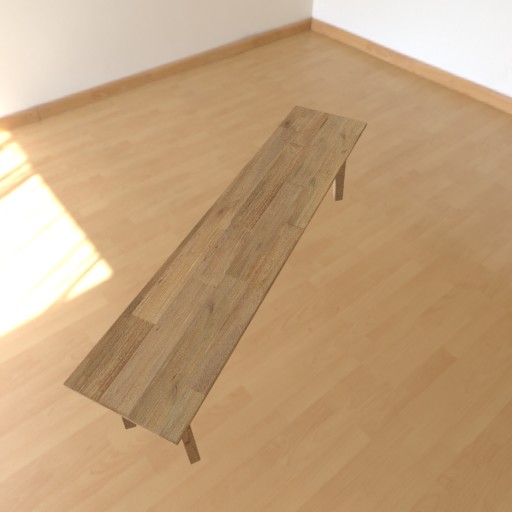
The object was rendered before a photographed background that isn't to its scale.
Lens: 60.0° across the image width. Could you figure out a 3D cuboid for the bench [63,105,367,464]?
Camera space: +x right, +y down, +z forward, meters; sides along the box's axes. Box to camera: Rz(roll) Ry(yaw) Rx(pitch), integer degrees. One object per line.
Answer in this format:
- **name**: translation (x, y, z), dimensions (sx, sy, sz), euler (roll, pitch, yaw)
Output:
- **bench**: translation (0.000, 0.000, 1.858), dimensions (0.378, 0.431, 1.698), euler (20, 51, 17)
